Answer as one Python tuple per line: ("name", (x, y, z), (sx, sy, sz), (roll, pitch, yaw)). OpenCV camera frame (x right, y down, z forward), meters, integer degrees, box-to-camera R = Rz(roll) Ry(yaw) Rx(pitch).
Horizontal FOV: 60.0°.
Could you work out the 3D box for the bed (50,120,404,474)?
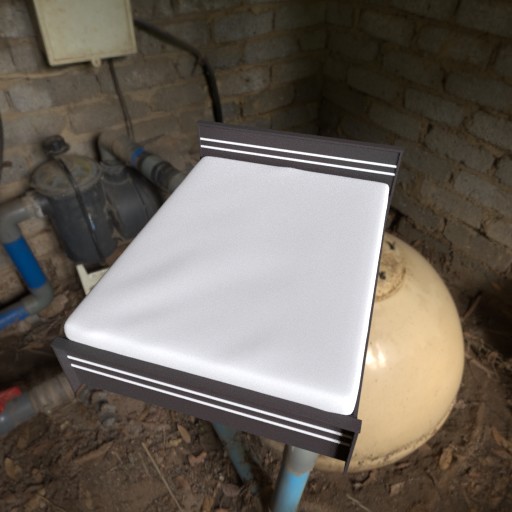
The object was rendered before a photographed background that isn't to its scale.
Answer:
("bed", (0.000, 0.000, 2.950), (1.634, 0.808, 2.103), (11, 42, 13))
